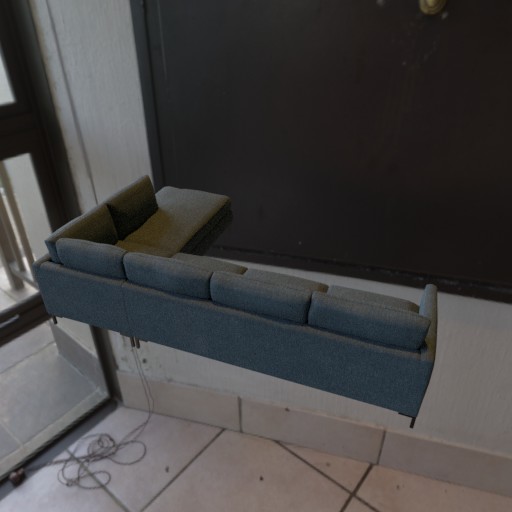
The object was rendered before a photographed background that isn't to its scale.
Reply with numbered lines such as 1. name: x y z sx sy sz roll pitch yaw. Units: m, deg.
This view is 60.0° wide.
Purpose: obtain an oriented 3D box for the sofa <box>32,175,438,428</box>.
1. sofa: 0.000 0.000 3.818 2.949 0.815 2.007 11 34 17
